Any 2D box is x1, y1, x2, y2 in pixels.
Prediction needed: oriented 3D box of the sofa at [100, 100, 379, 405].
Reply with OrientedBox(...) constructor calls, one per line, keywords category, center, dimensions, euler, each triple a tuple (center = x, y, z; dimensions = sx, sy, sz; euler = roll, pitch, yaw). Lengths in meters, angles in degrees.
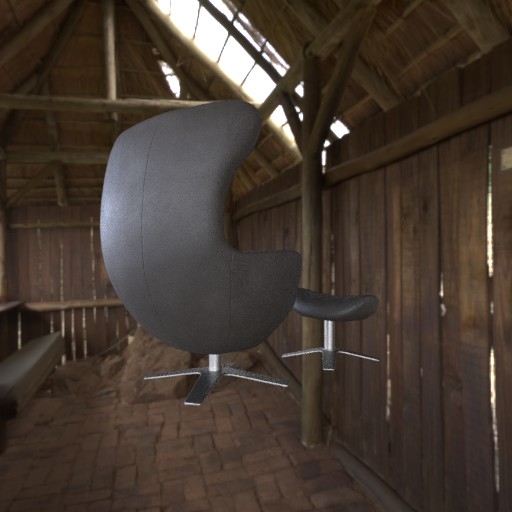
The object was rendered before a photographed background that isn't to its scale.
OrientedBox(category="sofa", center=(0.000, 0.000, 2.149), dimensions=(1.444, 1.135, 0.894), euler=(0, 0, -35))
